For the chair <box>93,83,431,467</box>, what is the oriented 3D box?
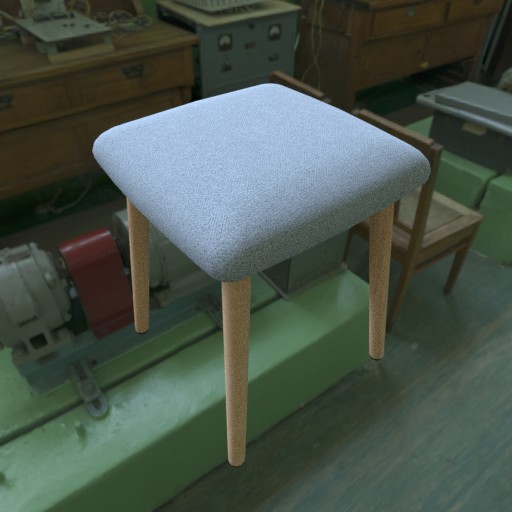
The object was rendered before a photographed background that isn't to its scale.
[{"bbox_3d":[0.000,0.000,0.708,0.350,0.440,0.350,-27,48,-27],"label":"chair"}]
